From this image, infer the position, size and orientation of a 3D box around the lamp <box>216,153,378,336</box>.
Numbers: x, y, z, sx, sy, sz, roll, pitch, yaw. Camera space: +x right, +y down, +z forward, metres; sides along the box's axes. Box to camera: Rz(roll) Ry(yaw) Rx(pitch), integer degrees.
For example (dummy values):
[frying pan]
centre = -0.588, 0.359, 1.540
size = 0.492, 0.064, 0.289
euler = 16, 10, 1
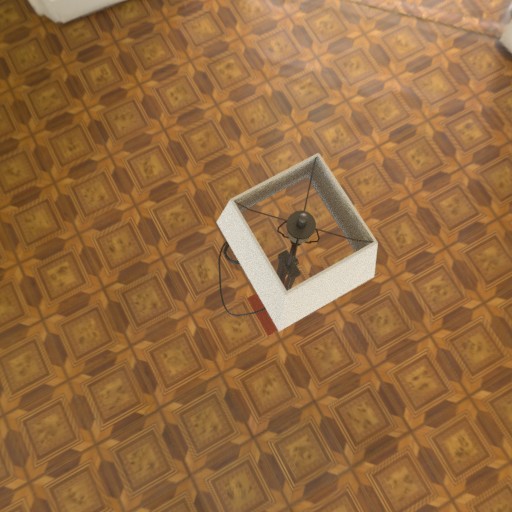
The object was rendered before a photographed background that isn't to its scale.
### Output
[lamp]
centre = 0.000, 0.000, 2.028
size = 0.472, 1.712, 0.745
euler = -28, 77, -7
